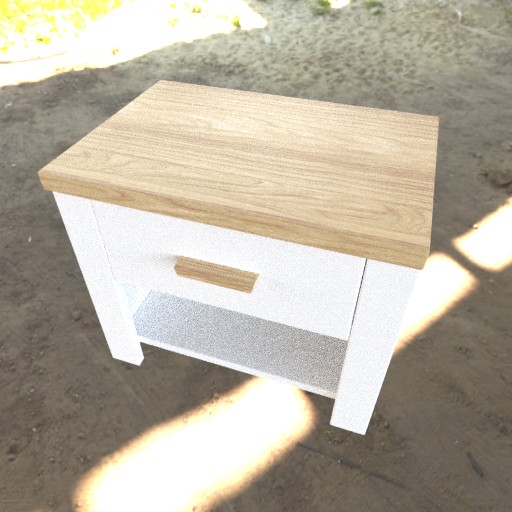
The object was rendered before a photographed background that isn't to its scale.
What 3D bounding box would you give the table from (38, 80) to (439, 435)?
[{"bbox_3d":[0.000,0.000,0.791,0.500,0.440,0.360,13,43,14],"label":"table"}]
